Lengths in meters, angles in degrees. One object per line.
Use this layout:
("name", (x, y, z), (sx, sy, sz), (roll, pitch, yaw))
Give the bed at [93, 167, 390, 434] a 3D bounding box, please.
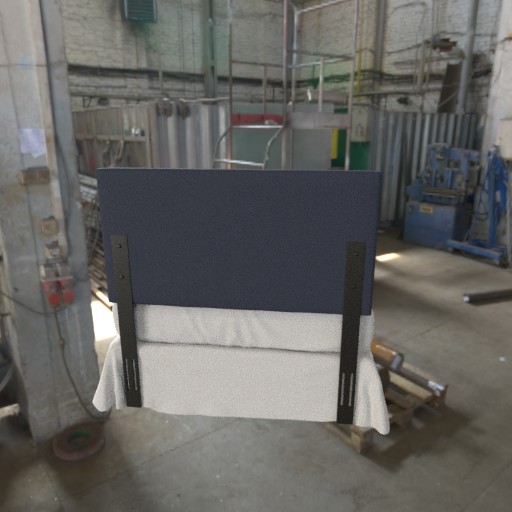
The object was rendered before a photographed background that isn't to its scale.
("bed", (0.000, 0.000, 3.644), (1.936, 1.577, 2.222), (2, 16, 7))
